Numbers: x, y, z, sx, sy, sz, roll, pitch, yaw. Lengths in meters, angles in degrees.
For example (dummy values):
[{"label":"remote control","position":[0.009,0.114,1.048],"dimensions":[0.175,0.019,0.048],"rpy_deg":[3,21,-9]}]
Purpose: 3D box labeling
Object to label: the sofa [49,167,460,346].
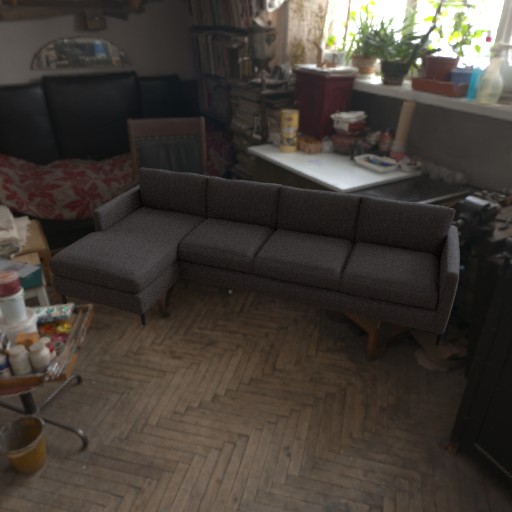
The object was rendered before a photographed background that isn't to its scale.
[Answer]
[{"label":"sofa","position":[0.000,0.000,3.231],"dimensions":[2.731,0.754,1.258],"rpy_deg":[11,31,18]}]
